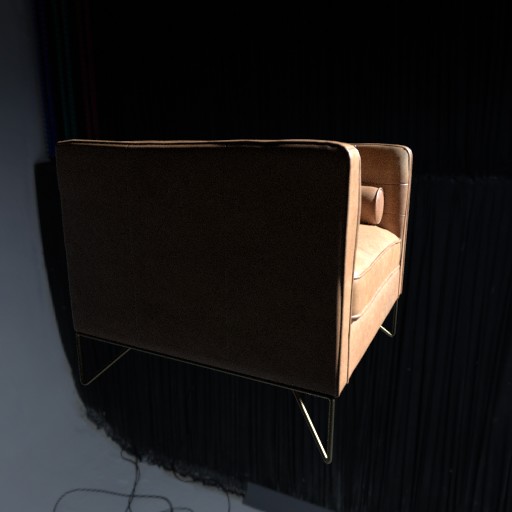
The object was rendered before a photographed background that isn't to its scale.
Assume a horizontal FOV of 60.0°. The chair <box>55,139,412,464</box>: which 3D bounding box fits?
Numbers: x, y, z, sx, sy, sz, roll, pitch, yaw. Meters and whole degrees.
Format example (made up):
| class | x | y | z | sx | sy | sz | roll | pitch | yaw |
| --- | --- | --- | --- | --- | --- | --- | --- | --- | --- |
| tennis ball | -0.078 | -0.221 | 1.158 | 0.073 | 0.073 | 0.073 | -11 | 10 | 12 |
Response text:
| class | x | y | z | sx | sy | sz | roll | pitch | yaw |
| --- | --- | --- | --- | --- | --- | --- | --- | --- | --- |
| chair | 0.000 | 0.000 | 1.589 | 0.912 | 0.797 | 0.920 | 7 | 15 | 26 |
